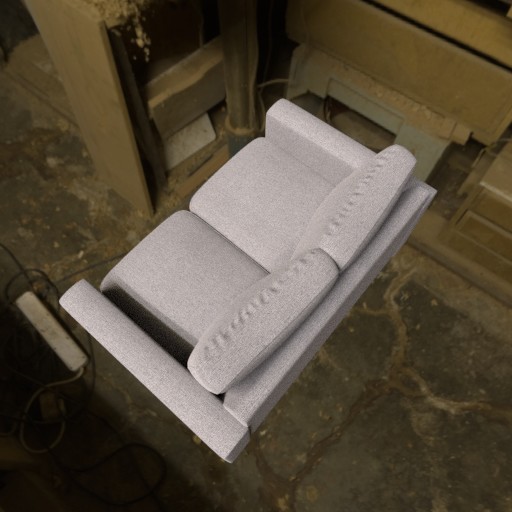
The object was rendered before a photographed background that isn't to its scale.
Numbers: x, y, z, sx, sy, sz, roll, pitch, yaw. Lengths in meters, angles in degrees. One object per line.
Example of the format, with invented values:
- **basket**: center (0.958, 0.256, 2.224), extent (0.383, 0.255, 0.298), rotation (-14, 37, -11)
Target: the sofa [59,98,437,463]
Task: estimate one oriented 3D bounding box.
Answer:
- **sofa**: center (0.000, 0.000, 1.983), extent (0.917, 0.873, 1.420), rotation (37, 69, 17)
